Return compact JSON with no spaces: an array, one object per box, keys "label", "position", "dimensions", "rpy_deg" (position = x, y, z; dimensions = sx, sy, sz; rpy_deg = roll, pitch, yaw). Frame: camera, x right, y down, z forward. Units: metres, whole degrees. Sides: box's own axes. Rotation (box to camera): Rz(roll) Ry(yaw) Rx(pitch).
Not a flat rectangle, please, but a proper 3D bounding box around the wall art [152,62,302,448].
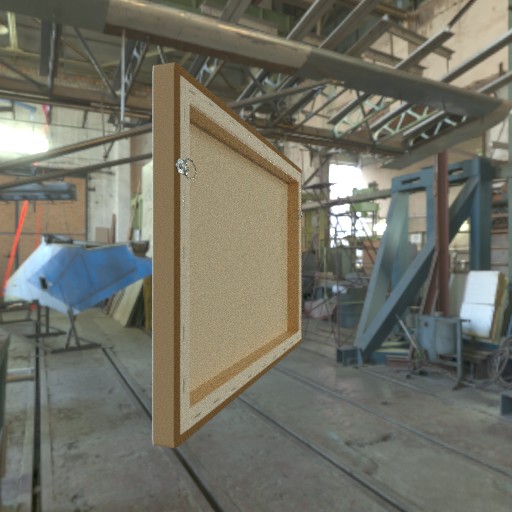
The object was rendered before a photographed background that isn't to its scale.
[{"label":"wall art","position":[0.000,0.000,0.471],"dimensions":[0.019,0.254,0.380],"rpy_deg":[0,0,18]}]
